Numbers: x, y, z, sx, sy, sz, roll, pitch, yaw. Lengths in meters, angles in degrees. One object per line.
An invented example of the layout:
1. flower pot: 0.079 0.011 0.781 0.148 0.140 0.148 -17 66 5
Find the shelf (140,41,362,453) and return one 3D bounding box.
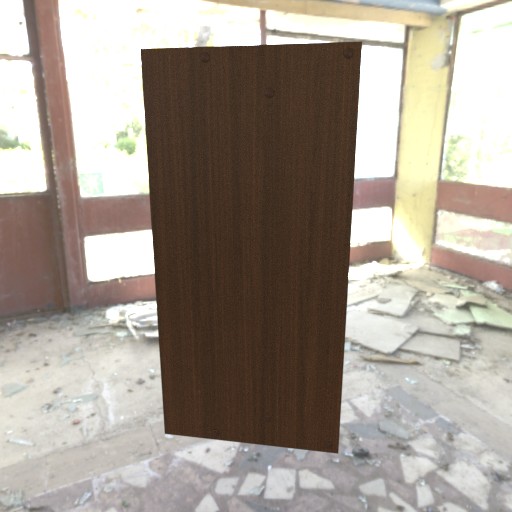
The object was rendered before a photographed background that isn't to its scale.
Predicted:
1. shelf: 0.000 0.000 0.716 0.290 0.600 0.147 3 16 9
